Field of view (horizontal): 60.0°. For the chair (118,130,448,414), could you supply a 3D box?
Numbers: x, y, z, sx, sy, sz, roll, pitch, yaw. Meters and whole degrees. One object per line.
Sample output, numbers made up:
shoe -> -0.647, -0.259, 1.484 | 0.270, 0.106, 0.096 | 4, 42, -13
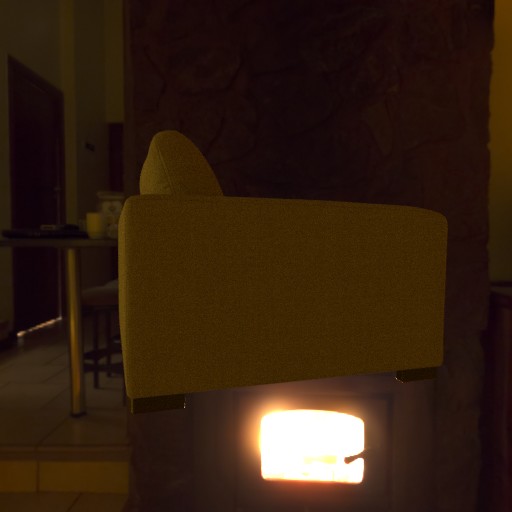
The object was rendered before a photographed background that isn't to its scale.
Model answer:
chair -> 0.000, 0.000, 1.877 | 1.100, 0.847, 1.070 | -1, 2, -18
